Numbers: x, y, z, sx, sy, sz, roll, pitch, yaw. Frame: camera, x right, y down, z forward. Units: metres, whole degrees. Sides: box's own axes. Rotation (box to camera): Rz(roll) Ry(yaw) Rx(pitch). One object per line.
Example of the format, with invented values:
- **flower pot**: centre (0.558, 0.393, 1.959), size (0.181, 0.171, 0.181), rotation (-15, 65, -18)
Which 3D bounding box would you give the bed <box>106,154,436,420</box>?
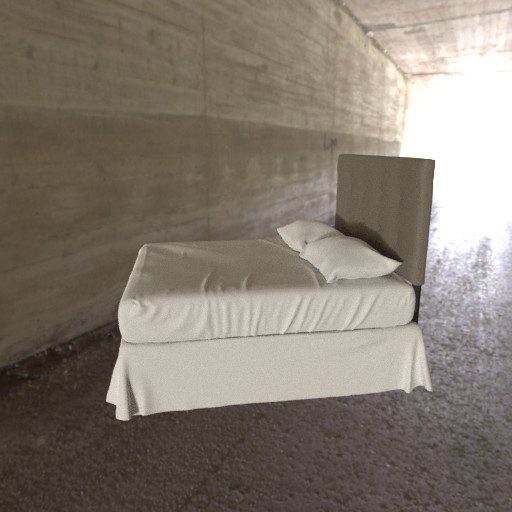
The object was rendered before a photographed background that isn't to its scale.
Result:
- **bed**: centre (0.000, 0.000, 3.581), size (2.222, 1.577, 1.936), rotation (-2, 14, -9)
